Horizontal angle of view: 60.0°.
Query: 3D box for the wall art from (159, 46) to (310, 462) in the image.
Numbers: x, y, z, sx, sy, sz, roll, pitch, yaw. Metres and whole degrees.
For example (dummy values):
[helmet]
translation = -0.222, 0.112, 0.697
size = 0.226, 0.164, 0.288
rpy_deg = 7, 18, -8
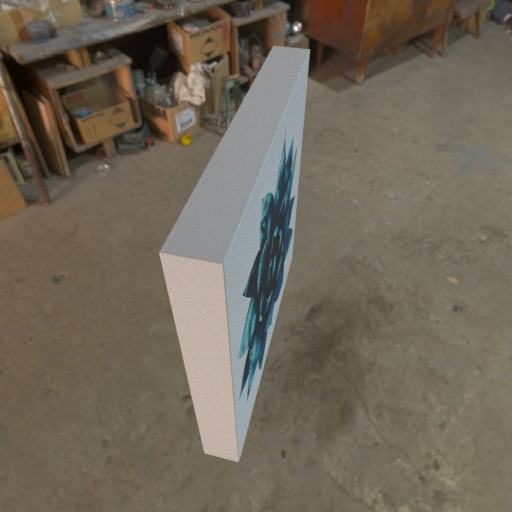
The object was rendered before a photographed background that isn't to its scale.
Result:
[wall art]
translation = 0.000, 0.000, 0.458
size = 0.038, 0.305, 0.305
rpy_deg = 10, 47, 9
